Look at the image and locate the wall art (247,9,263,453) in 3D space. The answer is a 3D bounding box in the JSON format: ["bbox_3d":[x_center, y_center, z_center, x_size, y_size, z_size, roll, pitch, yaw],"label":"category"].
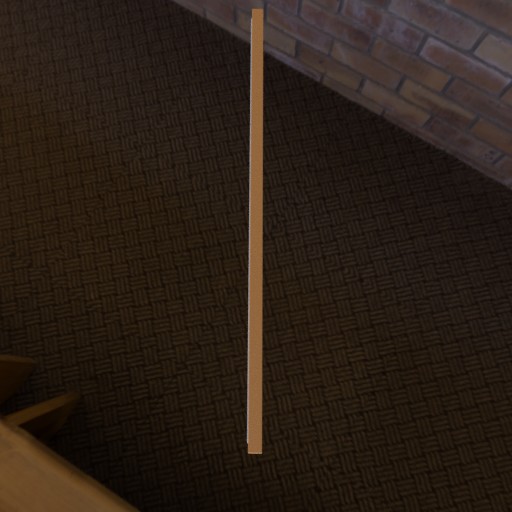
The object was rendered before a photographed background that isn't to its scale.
[{"bbox_3d":[0.000,0.000,0.661,0.013,0.455,0.457,0,77,0],"label":"wall art"}]
